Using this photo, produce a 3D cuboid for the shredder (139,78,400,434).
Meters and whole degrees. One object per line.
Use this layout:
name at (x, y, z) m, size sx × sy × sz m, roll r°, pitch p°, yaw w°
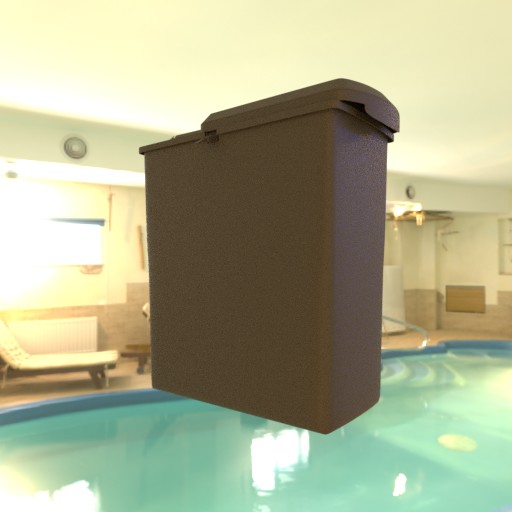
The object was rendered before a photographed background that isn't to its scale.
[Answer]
shredder at (0.000, 0.000, 0.525) m, size 0.320 × 0.335 × 0.170 m, roll -1°, pitch -1°, yaw 38°
